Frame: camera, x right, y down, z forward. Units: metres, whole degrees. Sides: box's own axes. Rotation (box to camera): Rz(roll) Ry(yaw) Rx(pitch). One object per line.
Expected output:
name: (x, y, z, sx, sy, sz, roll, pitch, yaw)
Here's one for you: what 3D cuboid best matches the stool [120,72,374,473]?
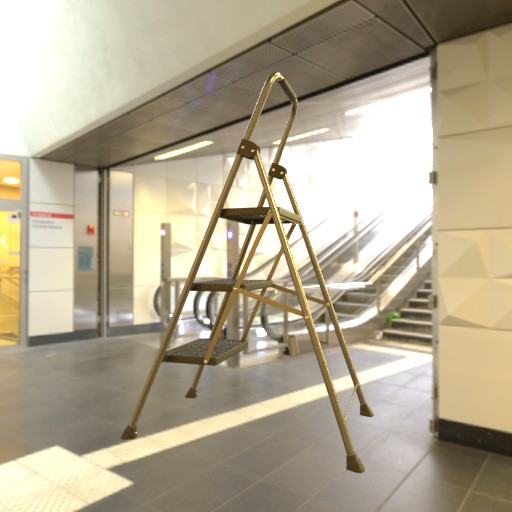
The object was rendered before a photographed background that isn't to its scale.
stool: (0.000, 0.000, 1.474, 0.733, 1.121, 0.473, 0, -1, 18)
